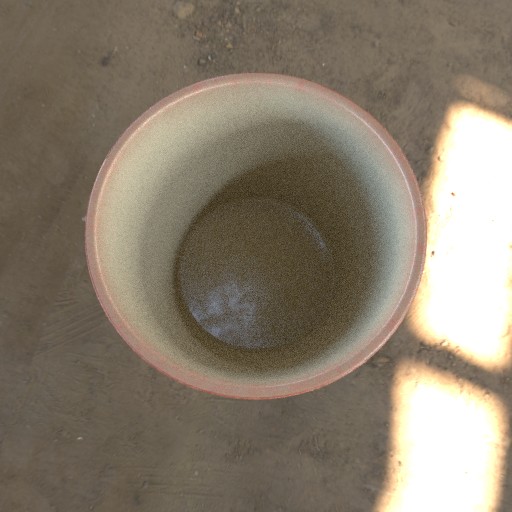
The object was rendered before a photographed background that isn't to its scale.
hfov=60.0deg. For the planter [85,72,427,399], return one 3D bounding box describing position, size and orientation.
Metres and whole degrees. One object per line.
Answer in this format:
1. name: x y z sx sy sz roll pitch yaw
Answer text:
1. planter: 0.000 0.000 0.467 0.273 0.237 0.273 0 76 0
